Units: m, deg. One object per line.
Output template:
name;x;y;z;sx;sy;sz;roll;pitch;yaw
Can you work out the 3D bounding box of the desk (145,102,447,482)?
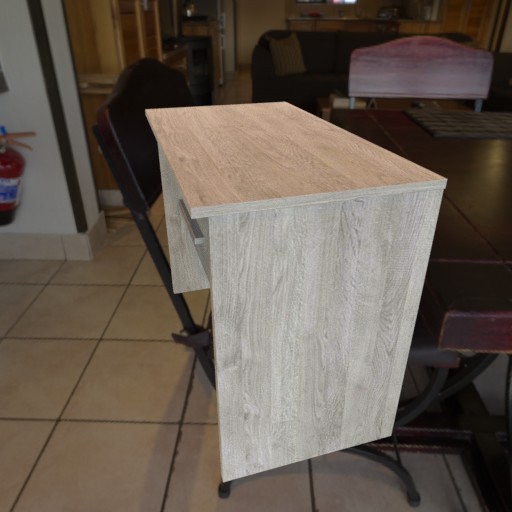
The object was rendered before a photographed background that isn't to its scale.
desk;0.000;0.000;1.337;0.498;0.724;0.893;-8;30;-15
